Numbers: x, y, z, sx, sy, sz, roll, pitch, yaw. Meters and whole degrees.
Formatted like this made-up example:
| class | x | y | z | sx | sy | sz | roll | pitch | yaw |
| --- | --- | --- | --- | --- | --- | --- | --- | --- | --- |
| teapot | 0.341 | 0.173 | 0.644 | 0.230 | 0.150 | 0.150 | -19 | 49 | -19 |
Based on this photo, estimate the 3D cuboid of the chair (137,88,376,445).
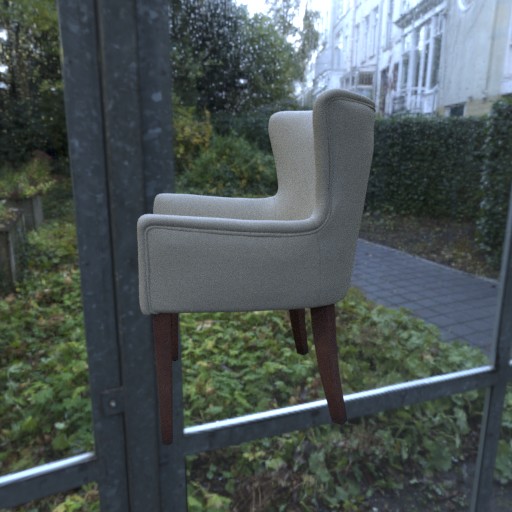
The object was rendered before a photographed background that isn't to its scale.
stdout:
| class | x | y | z | sx | sy | sz | roll | pitch | yaw |
| --- | --- | --- | --- | --- | --- | --- | --- | --- | --- |
| chair | 0.000 | 0.000 | 1.433 | 0.686 | 0.952 | 0.660 | -2 | 14 | -8 |
